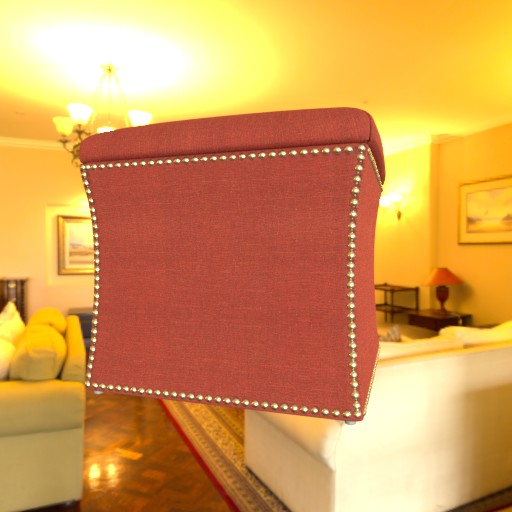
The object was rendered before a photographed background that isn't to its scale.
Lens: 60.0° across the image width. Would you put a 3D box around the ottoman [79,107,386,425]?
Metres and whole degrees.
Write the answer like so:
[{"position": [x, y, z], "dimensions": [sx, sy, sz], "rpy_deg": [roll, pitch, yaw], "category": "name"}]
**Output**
[{"position": [0.000, 0.000, 0.908], "dimensions": [0.507, 0.475, 0.497], "rpy_deg": [0, 1, 18], "category": "ottoman"}]
